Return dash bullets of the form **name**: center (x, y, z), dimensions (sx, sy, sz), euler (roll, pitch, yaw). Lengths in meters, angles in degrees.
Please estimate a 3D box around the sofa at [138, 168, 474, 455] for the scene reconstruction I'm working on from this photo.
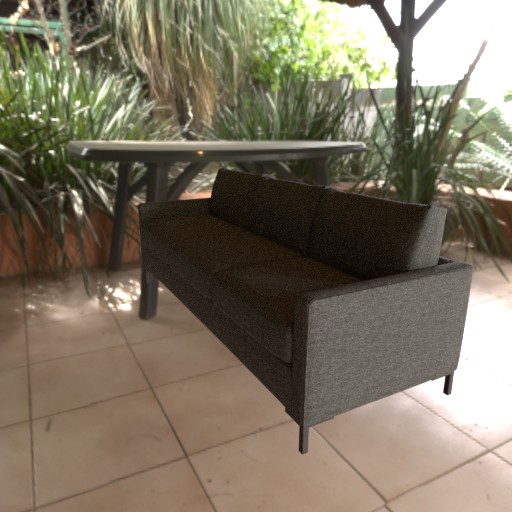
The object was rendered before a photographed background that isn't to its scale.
- **sofa**: center (0.000, 0.000, 2.630), dimensions (0.876, 0.879, 2.253), euler (-9, 18, -27)
